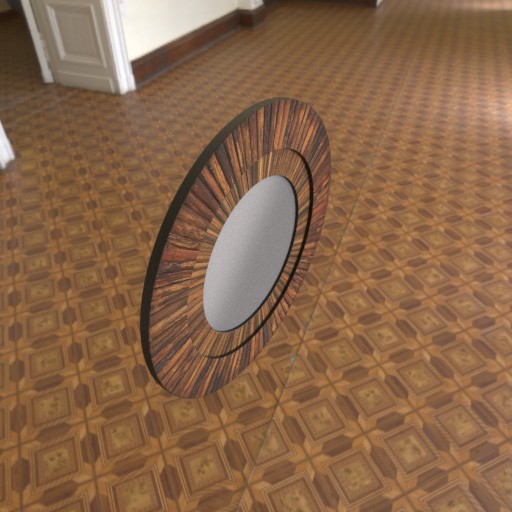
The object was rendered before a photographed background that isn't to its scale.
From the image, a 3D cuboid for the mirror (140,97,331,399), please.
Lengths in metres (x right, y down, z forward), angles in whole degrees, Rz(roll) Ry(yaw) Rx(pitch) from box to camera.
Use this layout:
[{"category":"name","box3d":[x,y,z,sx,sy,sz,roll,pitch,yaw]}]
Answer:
[{"category":"mirror","box3d":[0.000,0.000,1.573,0.036,1.077,1.077,23,45,26]}]
